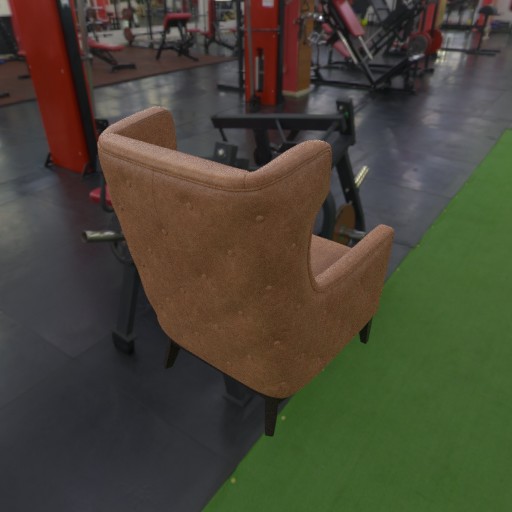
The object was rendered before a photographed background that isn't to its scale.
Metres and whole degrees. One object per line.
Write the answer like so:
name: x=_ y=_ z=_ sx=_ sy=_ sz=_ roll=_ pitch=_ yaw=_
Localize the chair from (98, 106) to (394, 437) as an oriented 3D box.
chair: x=0.000 y=0.000 z=1.706 sx=0.766 sy=1.079 sz=0.899 roll=22 pitch=38 yaw=31
